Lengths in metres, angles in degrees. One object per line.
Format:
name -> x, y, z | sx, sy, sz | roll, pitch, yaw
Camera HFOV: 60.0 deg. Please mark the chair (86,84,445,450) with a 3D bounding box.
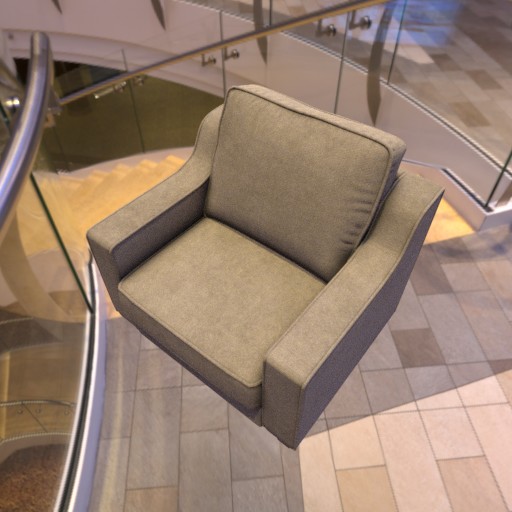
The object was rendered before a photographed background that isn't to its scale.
chair -> 0.000, 0.000, 1.625 | 0.926, 0.944, 0.840 | 30, 53, 26
